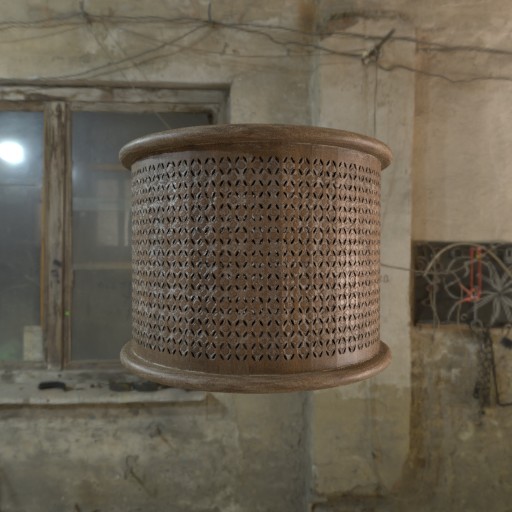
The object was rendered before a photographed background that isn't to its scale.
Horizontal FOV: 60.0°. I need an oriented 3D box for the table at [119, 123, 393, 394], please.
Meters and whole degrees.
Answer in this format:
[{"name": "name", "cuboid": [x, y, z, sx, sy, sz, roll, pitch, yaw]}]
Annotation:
[{"name": "table", "cuboid": [0.000, 0.000, 1.030, 0.607, 0.450, 0.607, 0, 1, 0]}]
